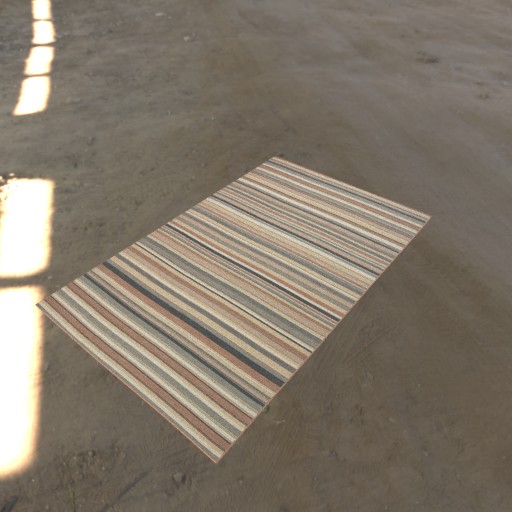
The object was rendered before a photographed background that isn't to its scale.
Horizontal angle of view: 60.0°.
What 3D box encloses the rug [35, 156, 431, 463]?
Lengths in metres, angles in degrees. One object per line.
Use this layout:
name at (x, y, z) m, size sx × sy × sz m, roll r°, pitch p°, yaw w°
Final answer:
rug at (0.000, 0.000, 3.070) m, size 1.523 × 0.014 × 2.438 m, roll 28°, pitch 48°, yaw 29°
